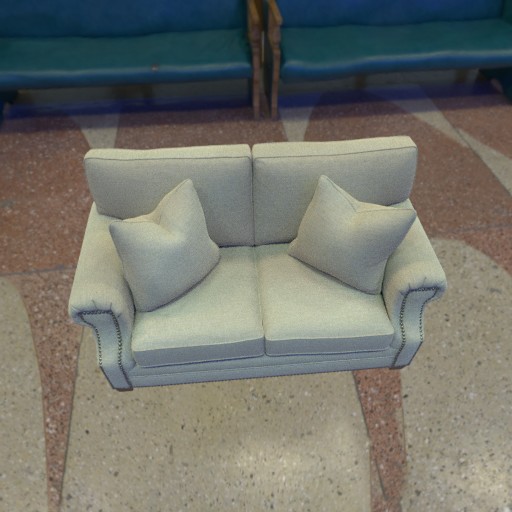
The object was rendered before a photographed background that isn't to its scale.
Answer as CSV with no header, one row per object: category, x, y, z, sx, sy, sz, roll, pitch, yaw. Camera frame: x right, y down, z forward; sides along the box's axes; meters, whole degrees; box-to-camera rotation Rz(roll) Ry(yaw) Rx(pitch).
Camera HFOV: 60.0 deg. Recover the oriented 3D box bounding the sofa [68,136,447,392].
sofa,0.000,0.000,2.263,1.701,0.966,0.966,-4,48,-3
